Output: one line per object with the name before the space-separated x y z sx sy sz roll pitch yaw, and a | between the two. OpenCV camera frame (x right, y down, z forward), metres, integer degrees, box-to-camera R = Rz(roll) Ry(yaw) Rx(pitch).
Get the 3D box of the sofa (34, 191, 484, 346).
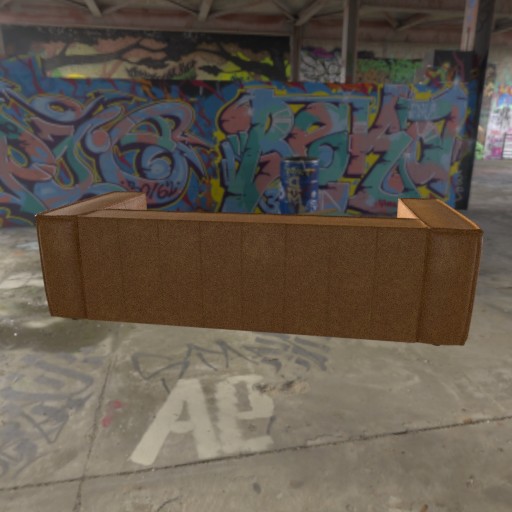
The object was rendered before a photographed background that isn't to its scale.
sofa | 0.000 0.000 3.027 2.581 0.701 1.102 3 16 9
